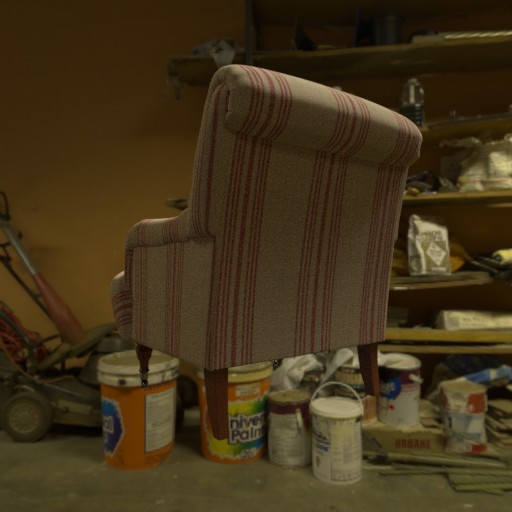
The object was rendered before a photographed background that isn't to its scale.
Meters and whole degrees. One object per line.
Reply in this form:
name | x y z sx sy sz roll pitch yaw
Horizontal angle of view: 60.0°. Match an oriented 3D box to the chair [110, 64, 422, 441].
chair | 0.000 0.000 1.833 0.933 1.123 1.058 1 -1 -37
